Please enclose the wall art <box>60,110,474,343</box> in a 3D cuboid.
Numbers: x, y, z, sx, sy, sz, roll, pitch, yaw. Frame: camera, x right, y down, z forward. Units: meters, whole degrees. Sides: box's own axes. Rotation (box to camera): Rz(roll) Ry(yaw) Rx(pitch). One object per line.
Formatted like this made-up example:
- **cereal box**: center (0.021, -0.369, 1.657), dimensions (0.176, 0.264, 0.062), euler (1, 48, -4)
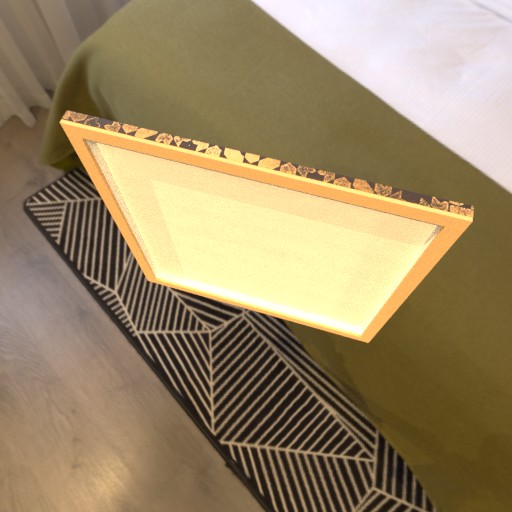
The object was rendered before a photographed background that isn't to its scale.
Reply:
- **wall art**: center (0.000, 0.000, 1.357), dimensions (0.914, 0.914, 0.038), euler (15, 65, 7)
